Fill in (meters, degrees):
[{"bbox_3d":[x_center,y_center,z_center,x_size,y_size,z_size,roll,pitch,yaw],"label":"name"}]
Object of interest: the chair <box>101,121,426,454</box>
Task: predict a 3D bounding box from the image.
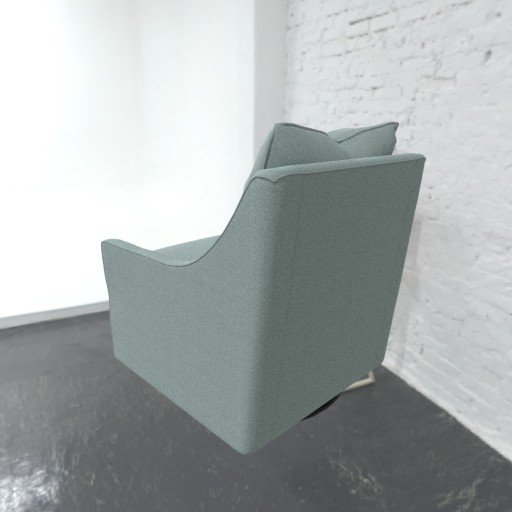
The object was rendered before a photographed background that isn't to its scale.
[{"bbox_3d":[0.000,0.000,1.592,0.760,0.926,0.870,-16,23,-42],"label":"chair"}]
